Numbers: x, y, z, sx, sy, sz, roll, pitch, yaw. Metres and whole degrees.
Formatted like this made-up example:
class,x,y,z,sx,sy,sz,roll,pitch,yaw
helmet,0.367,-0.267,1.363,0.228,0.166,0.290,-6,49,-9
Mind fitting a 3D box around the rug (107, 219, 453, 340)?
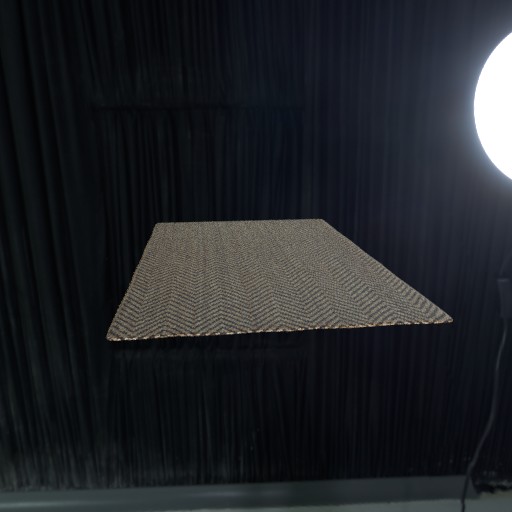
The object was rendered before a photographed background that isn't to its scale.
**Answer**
class,x,y,z,sx,sy,sz,roll,pitch,yaw
rug,0.000,0.000,2.385,1.219,0.008,1.828,-2,16,-7
